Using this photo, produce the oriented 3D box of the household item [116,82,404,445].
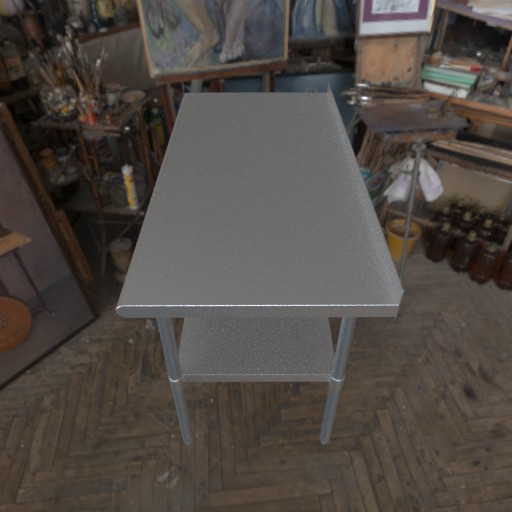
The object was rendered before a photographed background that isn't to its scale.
[{"bbox_3d":[0.000,0.000,1.657,0.610,0.851,1.219,0,41,0],"label":"household item"}]
